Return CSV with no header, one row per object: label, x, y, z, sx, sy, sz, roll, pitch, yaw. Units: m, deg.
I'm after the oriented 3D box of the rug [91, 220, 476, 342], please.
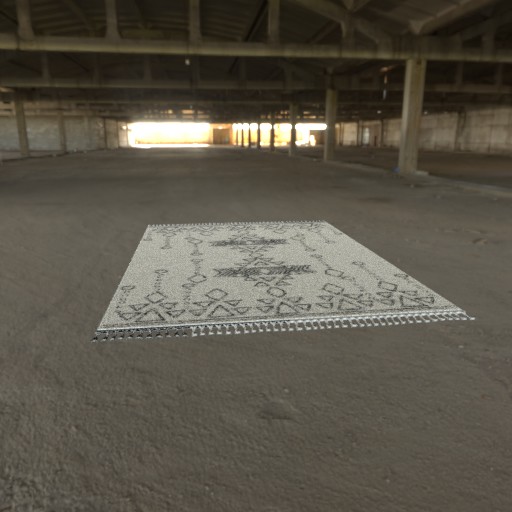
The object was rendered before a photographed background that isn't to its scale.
rug,0.000,0.000,2.909,1.600,0.013,2.312,-2,15,-8
